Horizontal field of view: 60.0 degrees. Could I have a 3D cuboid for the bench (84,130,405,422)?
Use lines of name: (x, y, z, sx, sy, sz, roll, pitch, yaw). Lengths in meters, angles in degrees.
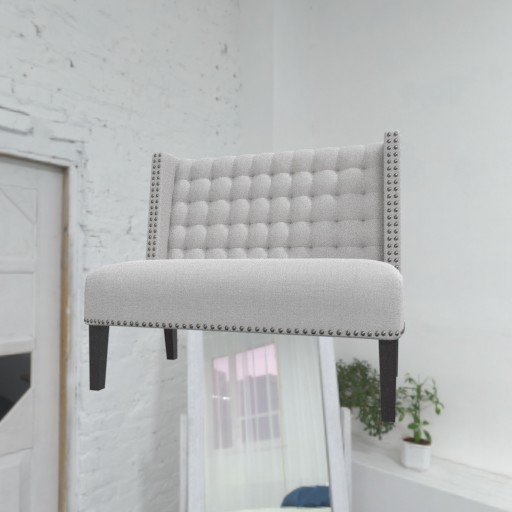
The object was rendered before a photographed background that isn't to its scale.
bench: (0.000, 0.000, 2.017, 1.280, 1.123, 0.847, 0, -1, 18)
